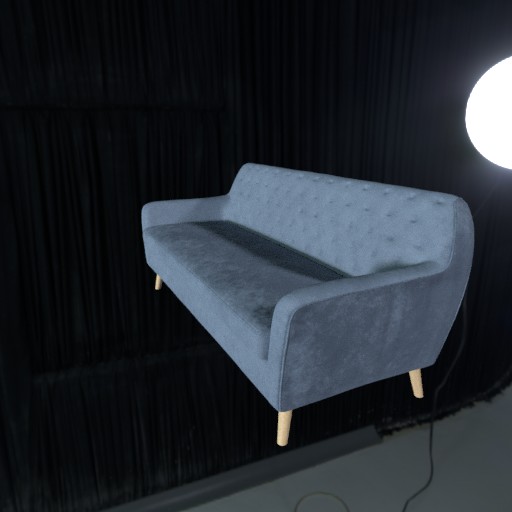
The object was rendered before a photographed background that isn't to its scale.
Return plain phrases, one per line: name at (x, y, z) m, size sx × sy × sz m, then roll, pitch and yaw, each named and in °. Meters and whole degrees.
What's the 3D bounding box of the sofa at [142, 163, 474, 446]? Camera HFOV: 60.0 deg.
sofa at (0.000, 0.000, 2.329) m, size 0.841 × 0.832 × 1.975 m, roll -8°, pitch 18°, yaw -25°
